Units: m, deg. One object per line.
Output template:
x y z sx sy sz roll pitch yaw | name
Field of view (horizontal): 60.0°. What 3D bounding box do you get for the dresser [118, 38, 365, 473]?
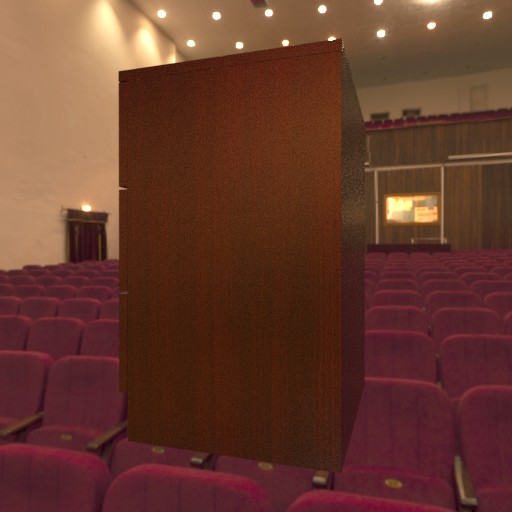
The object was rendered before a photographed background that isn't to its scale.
0.000 0.000 0.814 0.360 0.560 0.400 0 0 18 | dresser
